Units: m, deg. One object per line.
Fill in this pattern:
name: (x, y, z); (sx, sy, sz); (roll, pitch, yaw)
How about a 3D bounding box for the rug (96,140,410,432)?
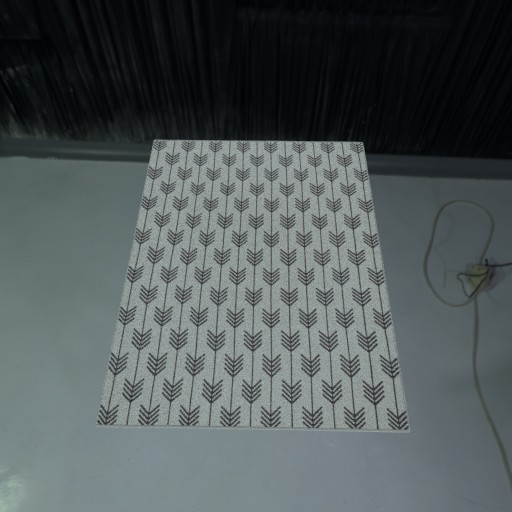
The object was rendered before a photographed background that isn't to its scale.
rug: (0.000, 0.000, 4.109); (2.330, 0.010, 3.061); (1, 57, 1)
